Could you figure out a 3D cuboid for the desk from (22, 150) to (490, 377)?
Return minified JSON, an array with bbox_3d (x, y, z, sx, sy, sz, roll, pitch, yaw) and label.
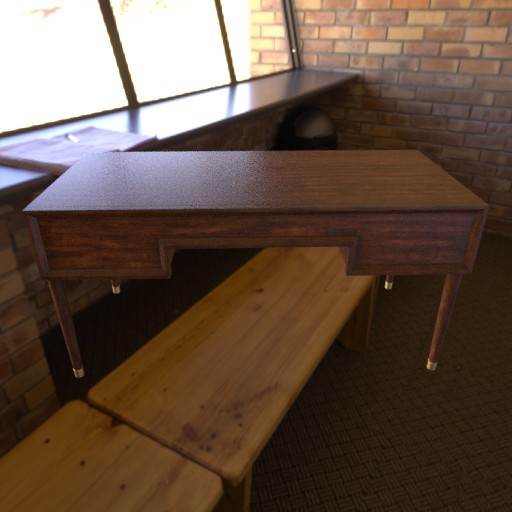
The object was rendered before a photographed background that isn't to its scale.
[{"bbox_3d":[0.000,0.000,1.992,1.575,0.762,0.724,-1,29,-1],"label":"desk"}]
